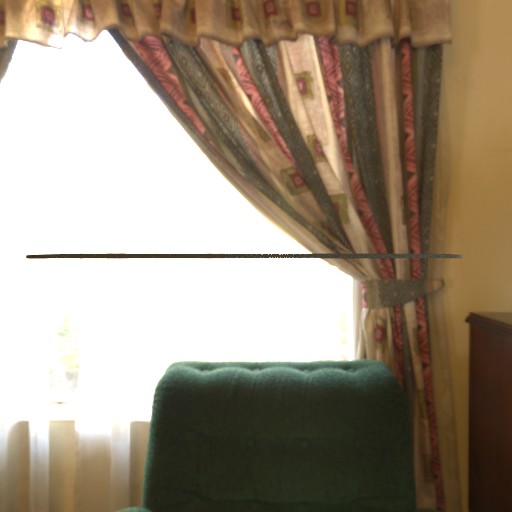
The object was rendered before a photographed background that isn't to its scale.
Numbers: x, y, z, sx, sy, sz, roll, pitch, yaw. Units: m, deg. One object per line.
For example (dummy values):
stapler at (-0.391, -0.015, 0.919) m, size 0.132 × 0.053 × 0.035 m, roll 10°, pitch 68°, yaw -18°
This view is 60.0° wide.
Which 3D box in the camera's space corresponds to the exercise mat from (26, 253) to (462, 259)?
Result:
exercise mat at (0.000, 0.000, 2.094) m, size 1.869 × 0.021 × 0.616 m, roll 0°, pitch 0°, yaw -16°
